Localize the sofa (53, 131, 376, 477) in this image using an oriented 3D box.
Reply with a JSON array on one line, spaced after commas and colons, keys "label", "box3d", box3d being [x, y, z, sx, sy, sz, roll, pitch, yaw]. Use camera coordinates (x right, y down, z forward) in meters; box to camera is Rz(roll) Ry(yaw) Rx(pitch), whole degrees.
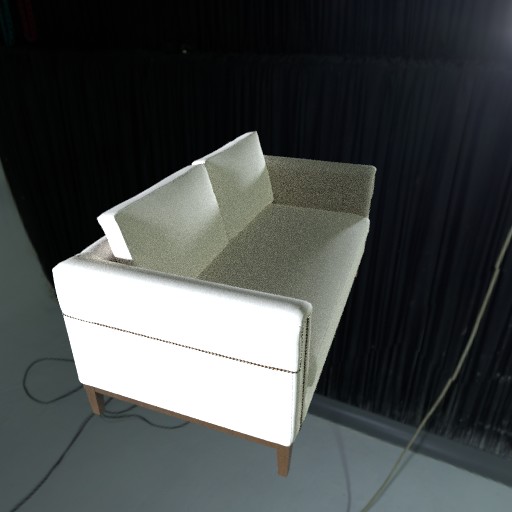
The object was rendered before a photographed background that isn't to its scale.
[{"label": "sofa", "box3d": [0.000, 0.000, 2.117, 0.905, 0.873, 1.598, 10, 29, 18]}]
